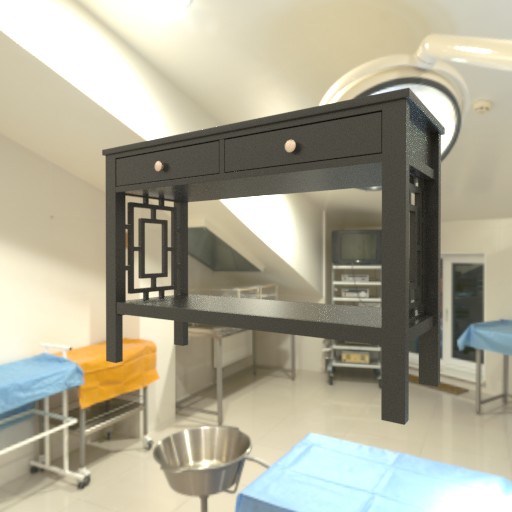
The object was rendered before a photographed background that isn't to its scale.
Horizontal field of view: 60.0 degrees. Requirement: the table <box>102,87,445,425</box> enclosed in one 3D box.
[{"bbox_3d":[0.000,0.000,1.436,1.068,0.753,0.397,0,1,34],"label":"table"}]
